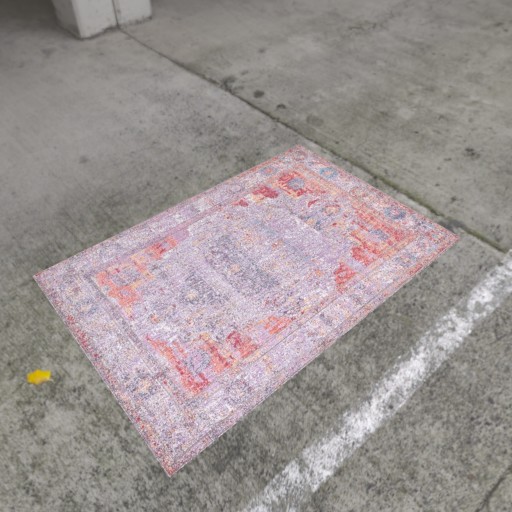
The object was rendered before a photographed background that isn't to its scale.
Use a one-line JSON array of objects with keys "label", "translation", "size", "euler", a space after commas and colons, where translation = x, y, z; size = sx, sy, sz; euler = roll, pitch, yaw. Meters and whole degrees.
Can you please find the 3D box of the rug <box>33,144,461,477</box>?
[{"label": "rug", "translation": [0.000, 0.000, 2.255], "size": [1.829, 0.005, 1.219], "euler": [-32, 53, -27]}]
